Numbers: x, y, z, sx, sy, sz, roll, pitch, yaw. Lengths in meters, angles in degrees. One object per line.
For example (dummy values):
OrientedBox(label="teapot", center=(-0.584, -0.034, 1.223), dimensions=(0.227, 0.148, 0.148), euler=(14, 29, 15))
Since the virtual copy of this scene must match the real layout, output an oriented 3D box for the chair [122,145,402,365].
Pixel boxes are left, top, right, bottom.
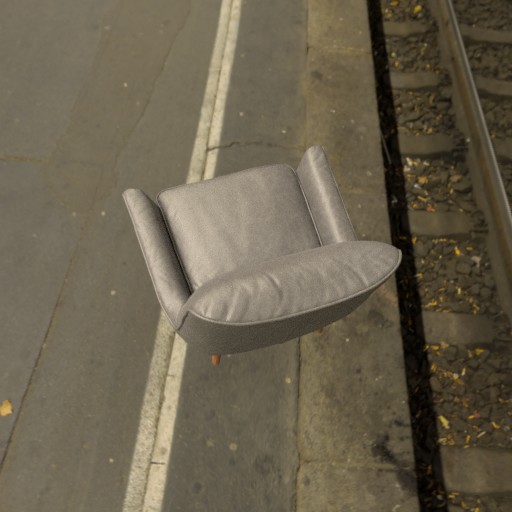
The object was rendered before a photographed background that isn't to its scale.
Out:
OrientedBox(label="chair", center=(0.000, 0.000, 1.521), dimensions=(0.787, 0.888, 0.822), euler=(-15, 60, -9))
